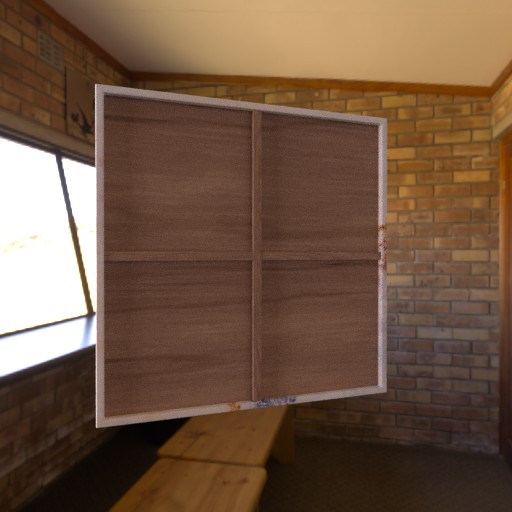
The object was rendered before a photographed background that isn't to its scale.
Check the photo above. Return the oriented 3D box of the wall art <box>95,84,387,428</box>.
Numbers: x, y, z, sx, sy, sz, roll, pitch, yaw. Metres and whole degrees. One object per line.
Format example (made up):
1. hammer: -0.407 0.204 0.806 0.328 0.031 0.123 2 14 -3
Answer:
1. wall art: 0.000 0.000 1.308 0.889 0.889 0.038 0 0 -19
